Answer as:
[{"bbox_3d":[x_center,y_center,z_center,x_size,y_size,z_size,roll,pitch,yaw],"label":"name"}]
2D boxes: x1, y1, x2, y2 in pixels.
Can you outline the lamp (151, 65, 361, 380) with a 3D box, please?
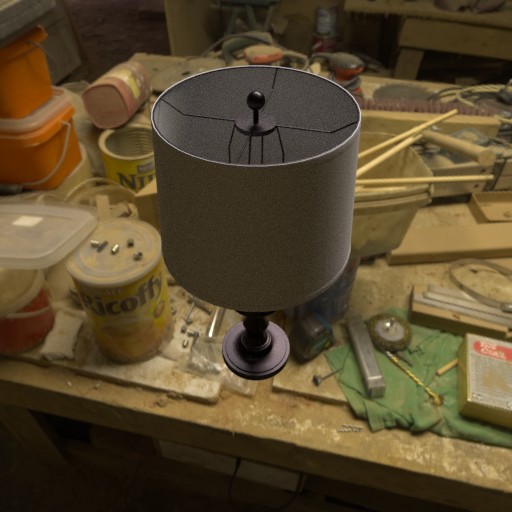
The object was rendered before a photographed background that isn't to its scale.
[{"bbox_3d":[0.000,0.000,0.947,0.383,0.726,0.383,0,45,0],"label":"lamp"}]
